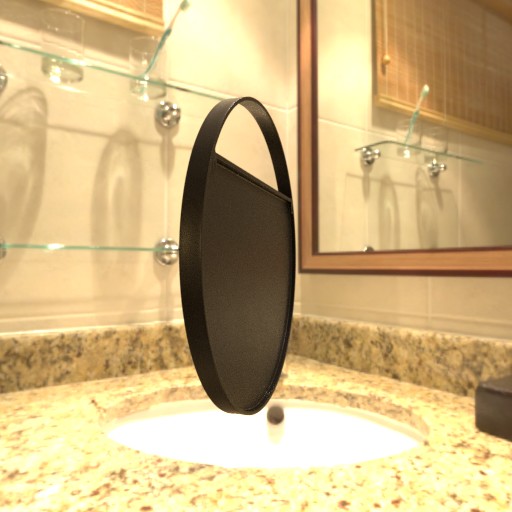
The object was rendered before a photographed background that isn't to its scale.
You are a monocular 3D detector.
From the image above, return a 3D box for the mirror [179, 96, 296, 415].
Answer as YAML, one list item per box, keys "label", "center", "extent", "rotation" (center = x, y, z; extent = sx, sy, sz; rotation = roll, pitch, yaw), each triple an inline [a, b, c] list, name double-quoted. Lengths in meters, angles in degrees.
- label: "mirror"
  center: [0.000, 0.000, 0.834]
  extent: [0.032, 0.565, 0.565]
  rotation: [0, -1, 17]
